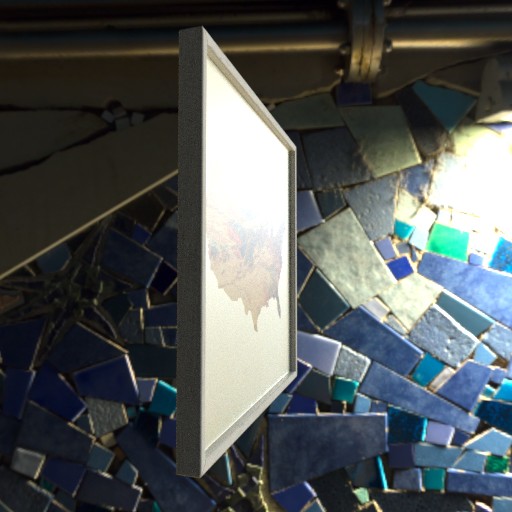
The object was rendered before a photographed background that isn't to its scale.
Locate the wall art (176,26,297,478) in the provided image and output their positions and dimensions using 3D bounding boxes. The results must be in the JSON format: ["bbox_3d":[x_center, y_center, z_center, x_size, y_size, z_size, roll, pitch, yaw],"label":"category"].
[{"bbox_3d":[0.000,0.000,1.882,0.078,1.288,1.287,-1,-2,17],"label":"wall art"}]
